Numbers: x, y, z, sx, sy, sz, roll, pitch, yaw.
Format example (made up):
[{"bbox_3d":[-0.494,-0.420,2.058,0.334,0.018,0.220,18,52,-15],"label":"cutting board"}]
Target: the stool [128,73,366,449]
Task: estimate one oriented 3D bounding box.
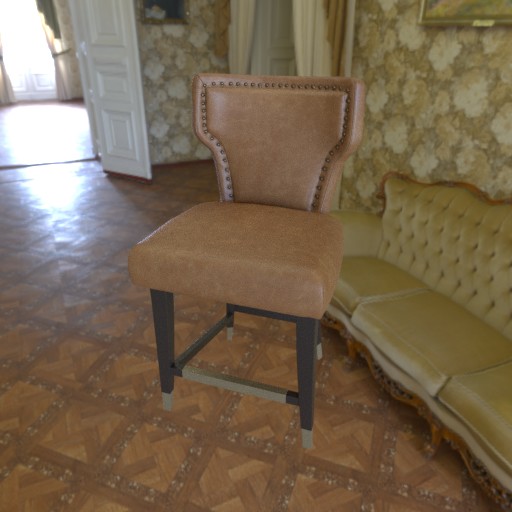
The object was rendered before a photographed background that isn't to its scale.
[{"bbox_3d":[0.000,0.000,1.326,0.526,0.982,0.563,9,28,17],"label":"stool"}]
